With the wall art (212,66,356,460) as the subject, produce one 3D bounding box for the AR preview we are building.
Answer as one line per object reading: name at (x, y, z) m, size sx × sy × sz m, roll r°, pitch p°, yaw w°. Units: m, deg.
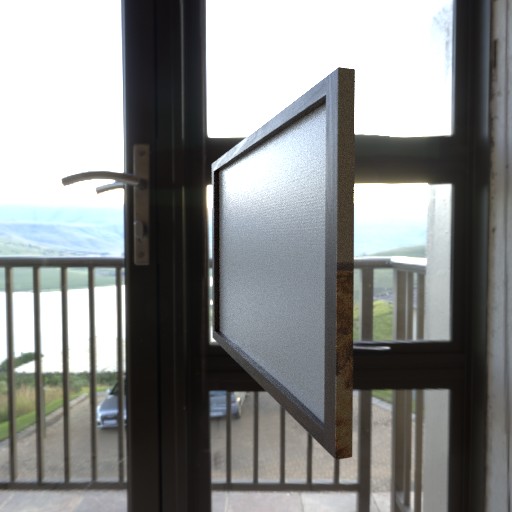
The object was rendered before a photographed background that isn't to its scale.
wall art at (0.000, 0.000, 1.873) m, size 0.051 × 1.016 × 1.520 m, roll -1°, pitch 2°, yaw -18°
